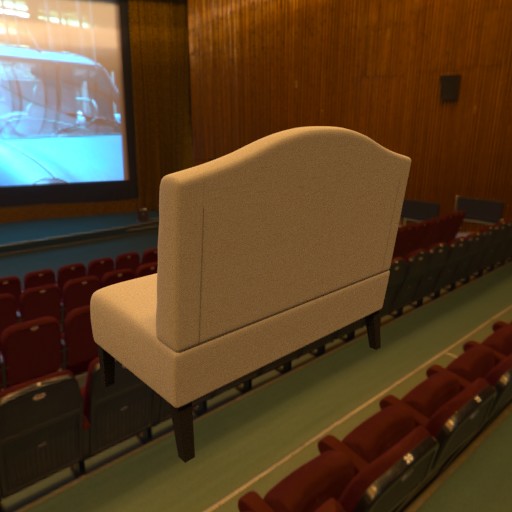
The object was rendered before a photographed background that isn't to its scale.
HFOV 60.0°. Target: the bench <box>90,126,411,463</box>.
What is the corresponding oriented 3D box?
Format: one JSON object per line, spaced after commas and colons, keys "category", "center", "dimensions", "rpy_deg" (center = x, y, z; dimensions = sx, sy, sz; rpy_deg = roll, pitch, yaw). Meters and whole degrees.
{"category": "bench", "center": [0.000, 0.000, 2.098], "dimensions": [1.335, 1.180, 0.815], "rpy_deg": [-15, 22, -41]}
